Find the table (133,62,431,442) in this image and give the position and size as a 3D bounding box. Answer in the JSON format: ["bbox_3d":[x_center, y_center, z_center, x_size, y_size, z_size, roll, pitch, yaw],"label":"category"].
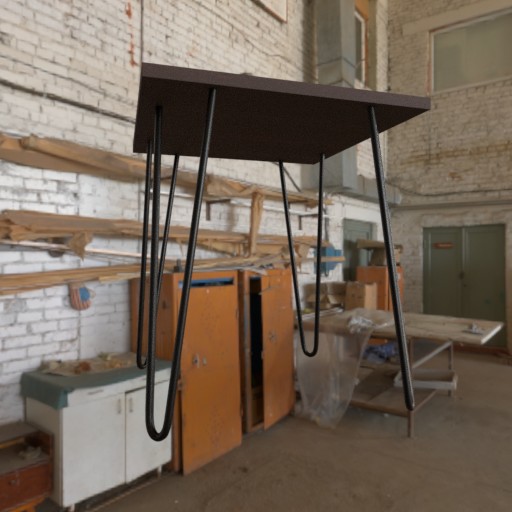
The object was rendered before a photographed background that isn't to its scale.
[{"bbox_3d":[0.000,0.000,0.948,0.495,0.559,0.495,0,0,-17],"label":"table"}]
